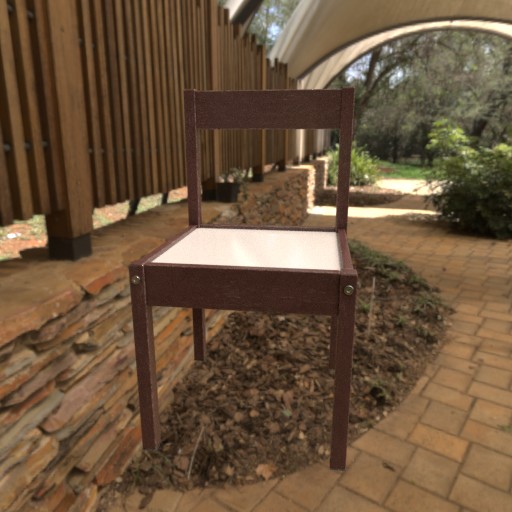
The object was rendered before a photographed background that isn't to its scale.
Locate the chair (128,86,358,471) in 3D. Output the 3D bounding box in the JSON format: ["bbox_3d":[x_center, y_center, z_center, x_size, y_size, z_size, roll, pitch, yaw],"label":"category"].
[{"bbox_3d":[0.000,0.000,0.676,0.285,0.505,0.285,2,15,8],"label":"chair"}]
